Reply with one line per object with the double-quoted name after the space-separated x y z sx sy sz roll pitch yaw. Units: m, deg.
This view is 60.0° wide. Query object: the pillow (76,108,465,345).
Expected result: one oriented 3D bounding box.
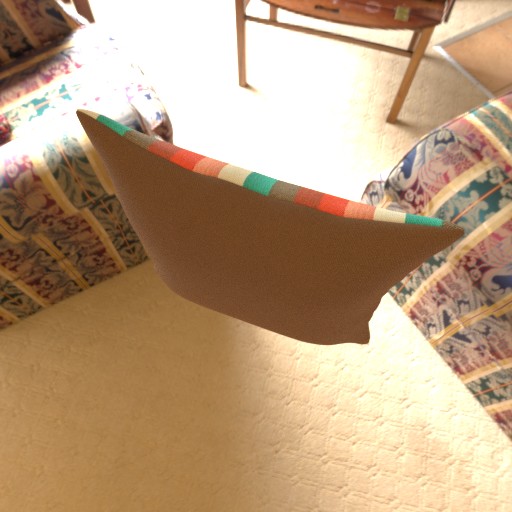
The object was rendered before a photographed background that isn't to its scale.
0.000 0.000 0.680 0.453 0.443 0.168 19 66 9 "pillow"
